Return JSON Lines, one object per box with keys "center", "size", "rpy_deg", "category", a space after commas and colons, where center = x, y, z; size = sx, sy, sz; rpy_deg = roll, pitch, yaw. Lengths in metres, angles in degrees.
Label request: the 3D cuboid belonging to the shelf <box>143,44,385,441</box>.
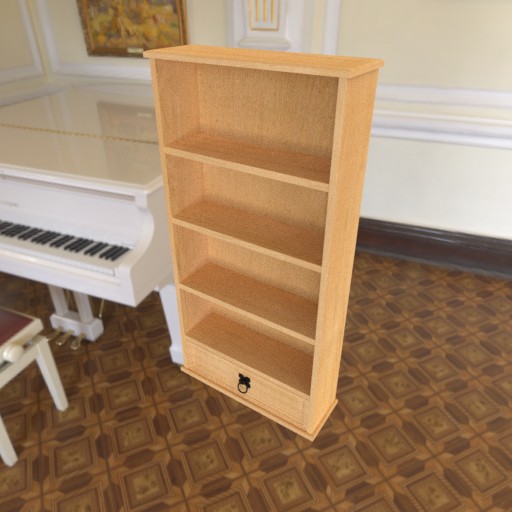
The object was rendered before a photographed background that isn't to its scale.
{"center": [0.000, 0.000, 1.236], "size": [0.520, 1.030, 0.175], "rpy_deg": [19, 36, 28], "category": "shelf"}
